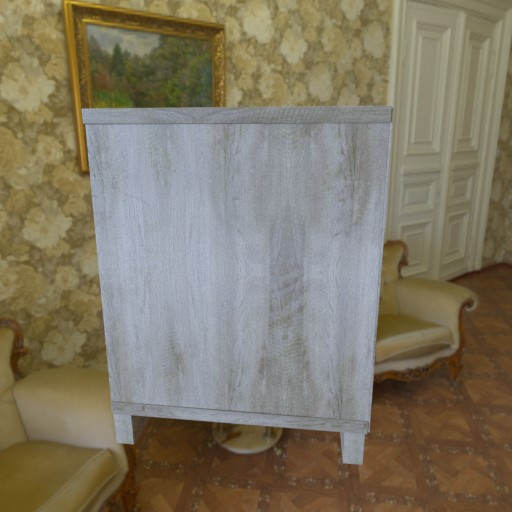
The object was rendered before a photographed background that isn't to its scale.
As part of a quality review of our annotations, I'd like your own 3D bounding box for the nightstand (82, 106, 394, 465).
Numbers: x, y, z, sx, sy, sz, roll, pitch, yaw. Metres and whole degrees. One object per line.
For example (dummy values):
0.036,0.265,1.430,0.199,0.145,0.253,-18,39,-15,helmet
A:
0.000,0.000,0.746,0.347,0.448,0.427,2,15,7,nightstand
